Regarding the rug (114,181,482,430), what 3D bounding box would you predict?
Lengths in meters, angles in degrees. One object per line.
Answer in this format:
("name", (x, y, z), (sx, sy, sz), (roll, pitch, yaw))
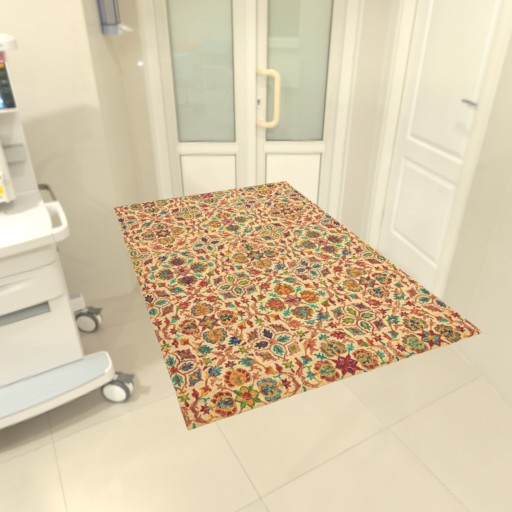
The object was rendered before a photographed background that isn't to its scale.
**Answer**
("rug", (0.000, 0.000, 2.323), (1.226, 0.013, 1.838), (-12, 32, -19))
